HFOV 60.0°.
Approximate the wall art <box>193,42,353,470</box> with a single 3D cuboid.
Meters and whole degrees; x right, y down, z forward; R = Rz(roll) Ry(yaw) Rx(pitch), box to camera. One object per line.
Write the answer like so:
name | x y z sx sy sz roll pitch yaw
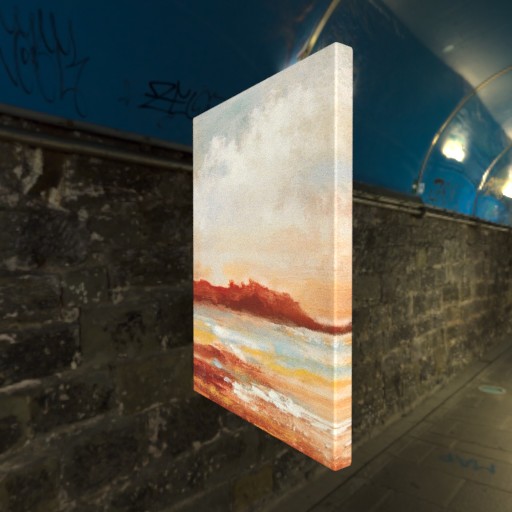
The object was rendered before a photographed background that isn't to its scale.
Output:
wall art | 0.000 0.000 0.813 0.035 0.605 0.443 -1 1 -35
